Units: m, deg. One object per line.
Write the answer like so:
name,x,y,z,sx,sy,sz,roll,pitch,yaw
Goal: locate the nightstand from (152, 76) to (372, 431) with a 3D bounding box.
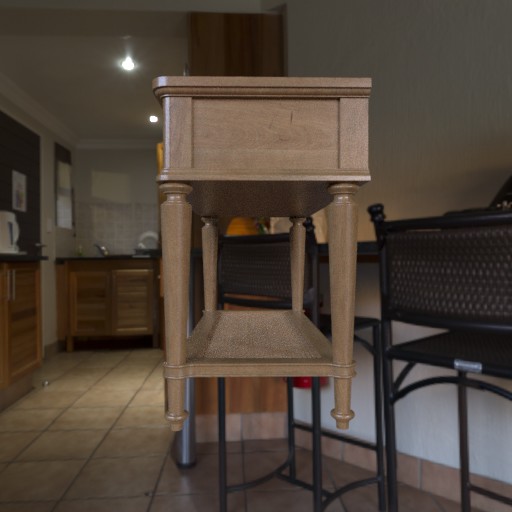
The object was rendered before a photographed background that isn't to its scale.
nightstand,0.000,0.000,1.317,0.432,0.700,0.914,0,0,-1
